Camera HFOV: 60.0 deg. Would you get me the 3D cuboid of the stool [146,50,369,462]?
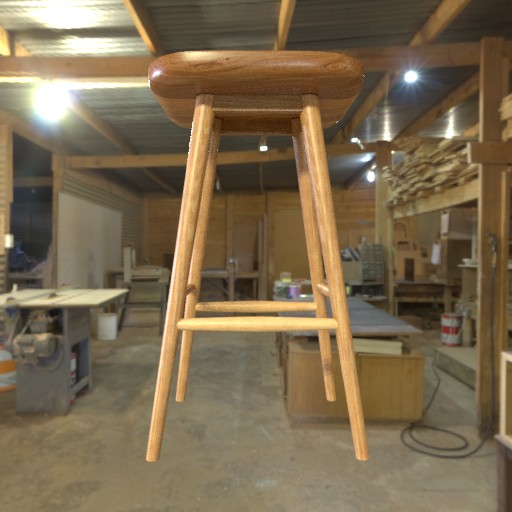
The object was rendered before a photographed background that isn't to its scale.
[{"bbox_3d":[0.000,0.000,0.912,0.407,0.698,0.322,0,1,-1],"label":"stool"}]
